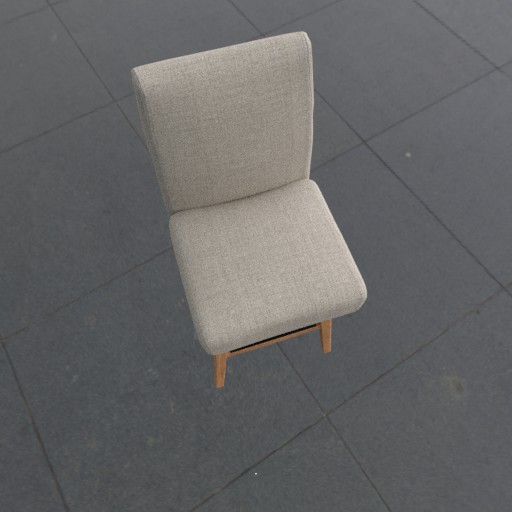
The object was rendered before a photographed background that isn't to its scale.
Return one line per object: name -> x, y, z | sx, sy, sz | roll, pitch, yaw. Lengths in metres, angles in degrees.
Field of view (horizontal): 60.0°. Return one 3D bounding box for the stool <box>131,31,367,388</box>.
stool -> 0.000, 0.000, 1.380 | 0.483, 1.106, 0.569 | -16, 65, -8
